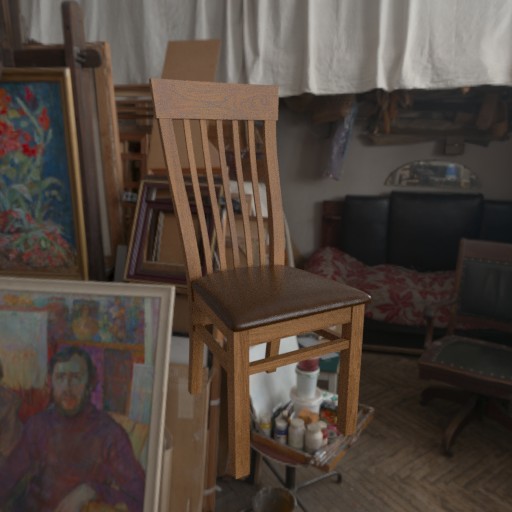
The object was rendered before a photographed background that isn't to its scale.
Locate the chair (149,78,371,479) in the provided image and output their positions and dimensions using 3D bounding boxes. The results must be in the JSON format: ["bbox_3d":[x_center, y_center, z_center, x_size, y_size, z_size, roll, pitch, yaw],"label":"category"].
[{"bbox_3d":[0.000,0.000,1.363,0.450,1.050,0.580,-8,17,-27],"label":"chair"}]
